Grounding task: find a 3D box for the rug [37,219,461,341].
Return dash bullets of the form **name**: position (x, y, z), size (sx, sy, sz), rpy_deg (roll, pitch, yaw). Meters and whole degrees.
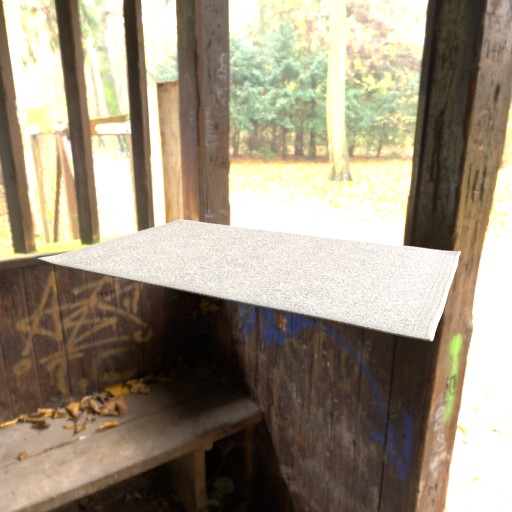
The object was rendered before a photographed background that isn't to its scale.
- **rug**: position (0.000, 0.000, 2.389), size (1.947, 0.023, 1.214), rpy_deg (8, 18, 27)
